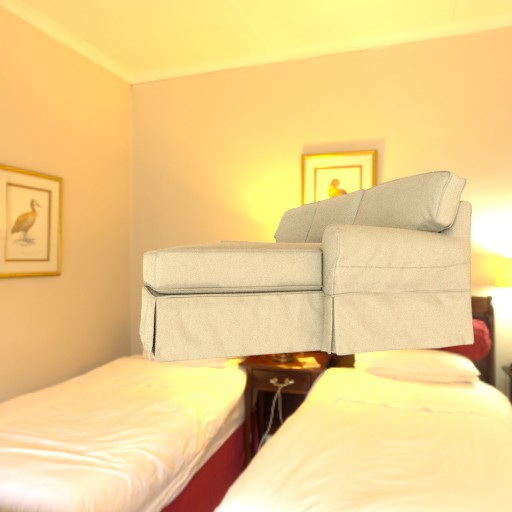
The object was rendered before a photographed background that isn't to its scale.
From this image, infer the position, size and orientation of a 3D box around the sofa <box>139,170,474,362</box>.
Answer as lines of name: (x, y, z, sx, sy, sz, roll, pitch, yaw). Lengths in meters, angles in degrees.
sofa: (0.000, 0.000, 3.283, 1.733, 0.978, 2.475, 0, 0, -19)
